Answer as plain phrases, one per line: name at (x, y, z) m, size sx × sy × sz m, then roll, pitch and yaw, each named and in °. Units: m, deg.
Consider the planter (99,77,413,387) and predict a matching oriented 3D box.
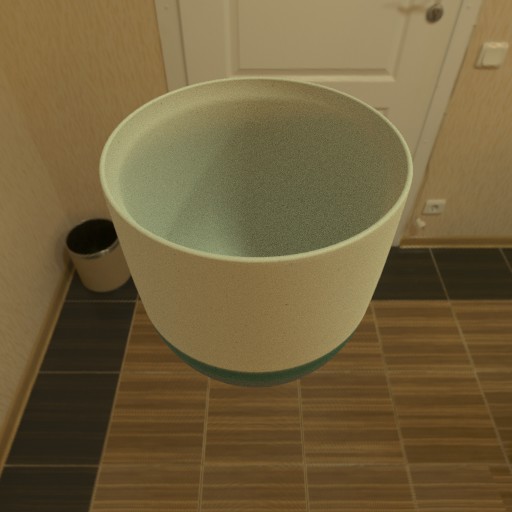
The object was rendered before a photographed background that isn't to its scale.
planter at (0.000, 0.000, 0.373) m, size 0.204 × 0.214 × 0.204 m, roll 0°, pitch 48°, yaw 0°
